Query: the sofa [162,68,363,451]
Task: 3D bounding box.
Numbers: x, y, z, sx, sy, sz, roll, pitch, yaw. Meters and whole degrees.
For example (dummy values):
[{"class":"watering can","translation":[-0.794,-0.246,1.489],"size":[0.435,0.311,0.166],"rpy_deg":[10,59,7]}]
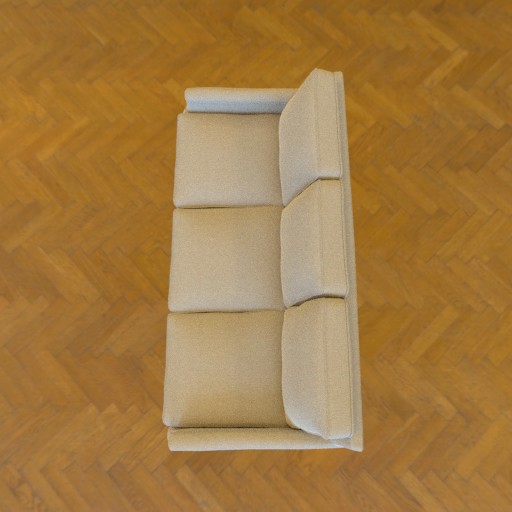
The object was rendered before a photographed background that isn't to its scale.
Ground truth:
[{"class":"sofa","translation":[0.000,0.000,2.782],"size":[1.084,1.003,2.246],"rpy_deg":[0,76,0]}]
